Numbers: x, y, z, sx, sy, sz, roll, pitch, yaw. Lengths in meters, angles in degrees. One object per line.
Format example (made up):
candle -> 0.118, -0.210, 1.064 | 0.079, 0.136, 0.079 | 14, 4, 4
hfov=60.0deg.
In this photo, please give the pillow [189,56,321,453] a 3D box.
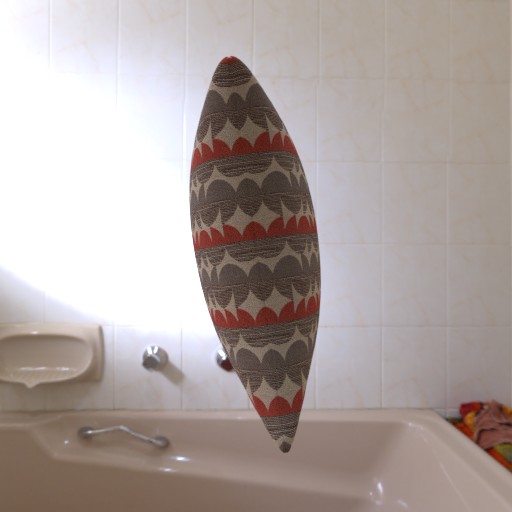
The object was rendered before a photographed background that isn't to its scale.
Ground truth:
pillow -> 0.000, 0.000, 0.648 | 0.180, 0.410, 0.420 | 0, 0, 0
